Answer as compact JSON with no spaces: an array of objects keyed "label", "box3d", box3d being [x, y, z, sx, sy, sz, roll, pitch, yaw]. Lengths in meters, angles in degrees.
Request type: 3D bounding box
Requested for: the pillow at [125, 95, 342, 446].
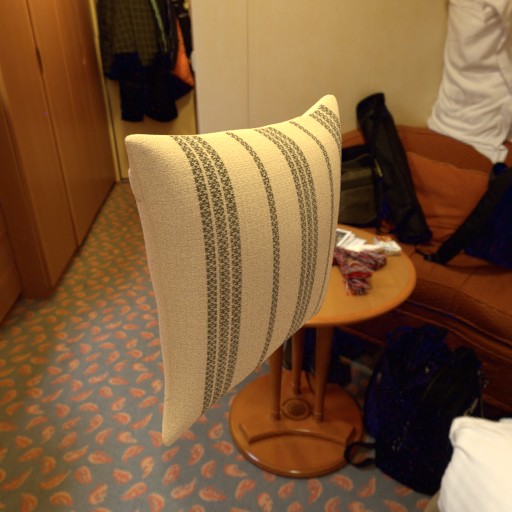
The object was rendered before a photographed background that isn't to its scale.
[{"label":"pillow","box3d":[0.000,0.000,0.641,0.173,0.406,0.405,18,32,32]}]
